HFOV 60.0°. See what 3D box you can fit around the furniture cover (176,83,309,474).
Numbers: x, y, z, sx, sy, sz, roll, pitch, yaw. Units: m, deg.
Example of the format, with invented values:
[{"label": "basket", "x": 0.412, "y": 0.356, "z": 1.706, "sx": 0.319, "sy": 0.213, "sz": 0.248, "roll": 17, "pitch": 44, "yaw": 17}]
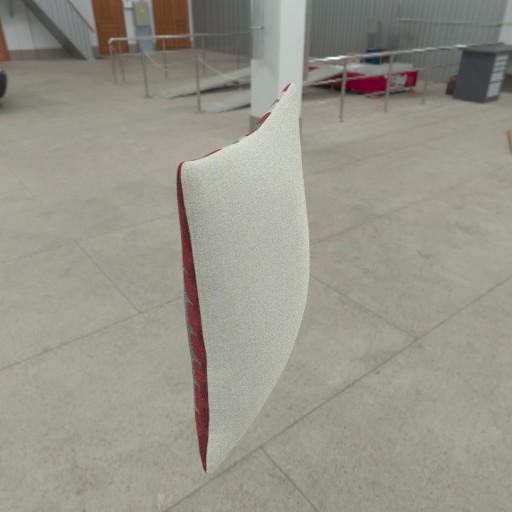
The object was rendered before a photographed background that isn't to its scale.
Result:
[{"label": "furniture cover", "x": 0.000, "y": 0.000, "z": 0.650, "sx": 0.145, "sy": 0.420, "sz": 0.435, "roll": 9, "pitch": 31, "yaw": 15}]
